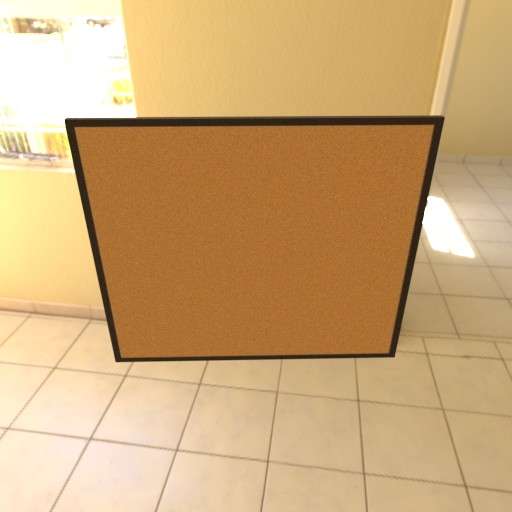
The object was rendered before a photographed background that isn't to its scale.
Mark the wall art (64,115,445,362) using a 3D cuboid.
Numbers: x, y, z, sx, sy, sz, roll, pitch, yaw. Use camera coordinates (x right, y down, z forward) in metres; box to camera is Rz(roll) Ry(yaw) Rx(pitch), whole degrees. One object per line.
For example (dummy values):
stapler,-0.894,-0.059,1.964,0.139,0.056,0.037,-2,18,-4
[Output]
wall art,0.000,0.000,1.430,1.033,0.875,0.023,-1,30,-1
